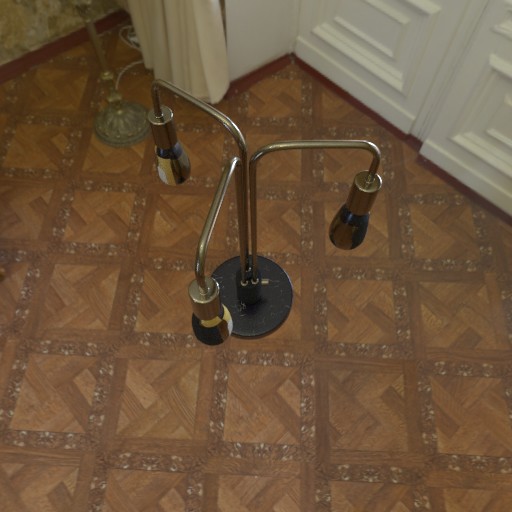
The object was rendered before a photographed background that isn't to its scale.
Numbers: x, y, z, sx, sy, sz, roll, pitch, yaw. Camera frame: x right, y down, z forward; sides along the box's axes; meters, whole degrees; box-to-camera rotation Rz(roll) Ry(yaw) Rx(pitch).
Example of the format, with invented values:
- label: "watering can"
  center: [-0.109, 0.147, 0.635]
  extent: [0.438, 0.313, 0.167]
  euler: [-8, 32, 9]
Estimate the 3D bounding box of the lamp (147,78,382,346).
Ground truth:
- label: "lamp"
  center: [0.000, 0.000, 0.795]
  extent: [0.368, 0.560, 0.355]
  euler: [1, 64, 1]
